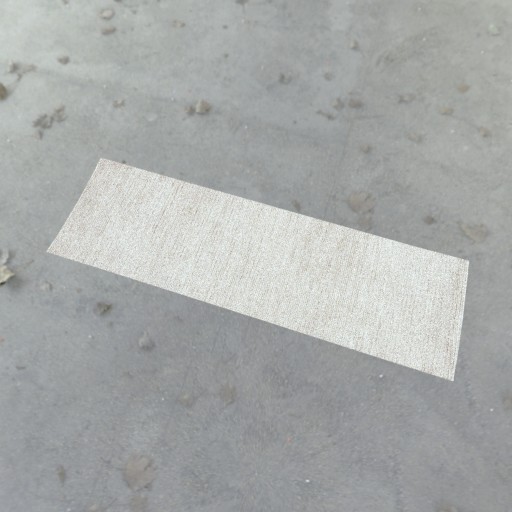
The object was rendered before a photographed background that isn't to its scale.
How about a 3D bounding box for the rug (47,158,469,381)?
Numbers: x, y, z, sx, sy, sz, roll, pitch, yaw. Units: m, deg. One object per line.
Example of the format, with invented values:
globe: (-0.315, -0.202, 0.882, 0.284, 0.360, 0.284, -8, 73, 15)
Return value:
rug: (0.000, 0.000, 2.548, 2.346, 0.013, 0.712, 17, 65, 8)
